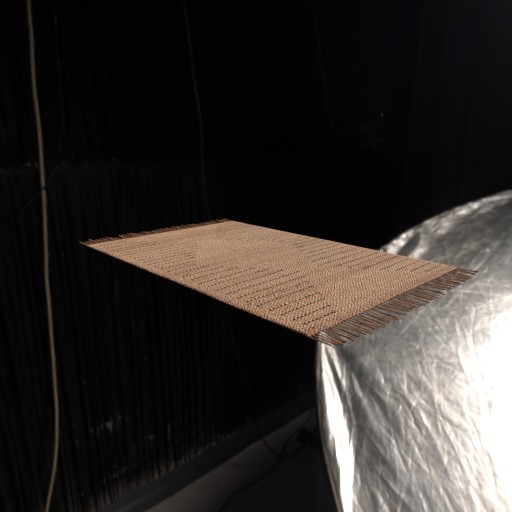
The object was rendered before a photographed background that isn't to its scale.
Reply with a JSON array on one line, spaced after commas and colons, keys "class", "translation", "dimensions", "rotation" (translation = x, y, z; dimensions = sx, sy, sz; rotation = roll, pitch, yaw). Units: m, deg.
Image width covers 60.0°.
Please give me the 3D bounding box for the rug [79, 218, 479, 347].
[{"class": "rug", "translation": [0.000, 0.000, 2.568], "dimensions": [1.224, 0.027, 2.085], "rotation": [-14, 20, -42]}]
